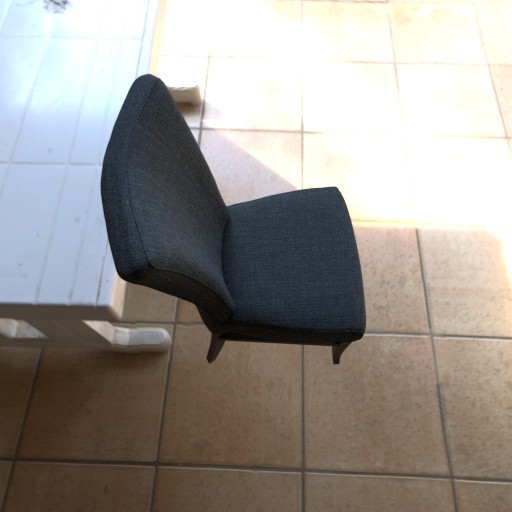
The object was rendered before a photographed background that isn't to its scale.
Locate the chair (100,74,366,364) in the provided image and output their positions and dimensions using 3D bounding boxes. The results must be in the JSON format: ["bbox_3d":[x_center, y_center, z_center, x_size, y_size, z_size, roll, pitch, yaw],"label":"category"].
[{"bbox_3d":[0.000,0.000,1.362,0.660,0.991,0.520,-3,64,-2],"label":"chair"}]
